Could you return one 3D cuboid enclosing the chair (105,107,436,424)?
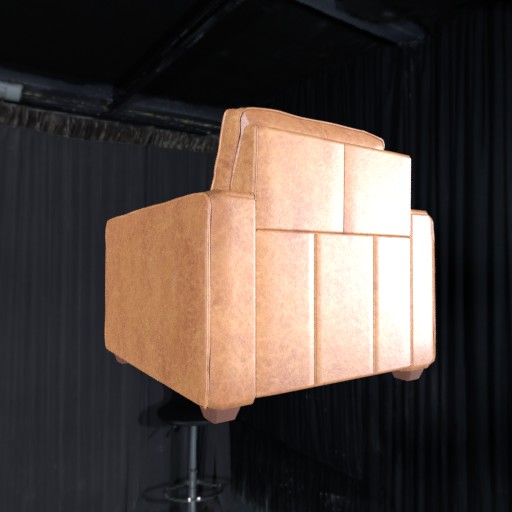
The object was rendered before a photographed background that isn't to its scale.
[{"bbox_3d":[0.000,0.000,1.769,0.987,0.901,1.027,1,-1,-36],"label":"chair"}]
